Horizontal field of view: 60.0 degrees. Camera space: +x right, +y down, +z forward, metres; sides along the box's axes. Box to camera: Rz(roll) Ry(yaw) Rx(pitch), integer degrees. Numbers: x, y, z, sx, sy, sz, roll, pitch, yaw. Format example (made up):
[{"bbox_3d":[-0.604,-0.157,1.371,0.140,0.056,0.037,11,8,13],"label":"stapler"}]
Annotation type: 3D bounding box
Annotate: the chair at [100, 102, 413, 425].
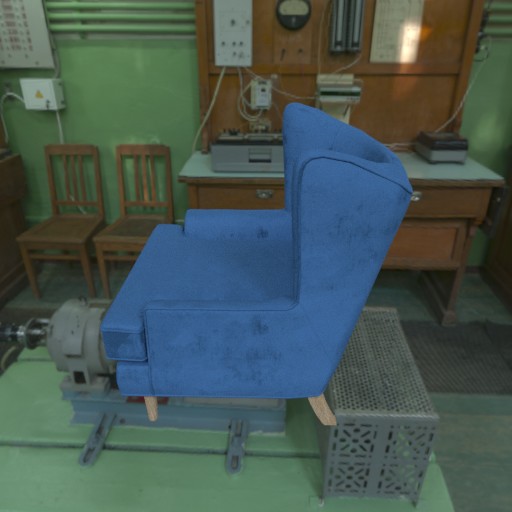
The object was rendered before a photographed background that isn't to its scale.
[{"bbox_3d":[0.000,0.000,1.599,0.910,0.952,0.793,1,27,1],"label":"chair"}]
